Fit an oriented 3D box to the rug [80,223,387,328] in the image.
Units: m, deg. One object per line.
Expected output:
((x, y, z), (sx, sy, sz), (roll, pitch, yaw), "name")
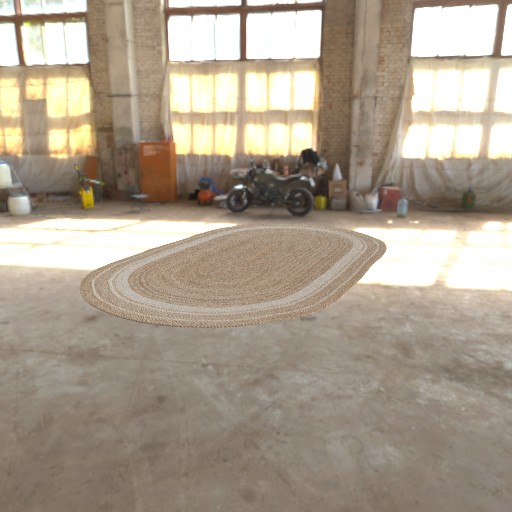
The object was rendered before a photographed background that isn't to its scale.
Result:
((0.000, 0.000, 2.987), (1.520, 0.006, 2.432), (8, 17, 27), "rug")
